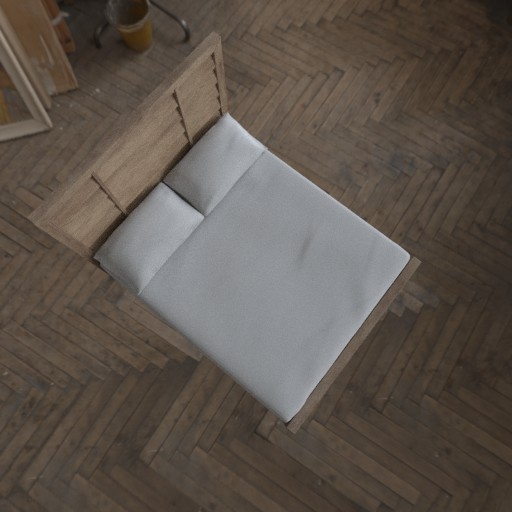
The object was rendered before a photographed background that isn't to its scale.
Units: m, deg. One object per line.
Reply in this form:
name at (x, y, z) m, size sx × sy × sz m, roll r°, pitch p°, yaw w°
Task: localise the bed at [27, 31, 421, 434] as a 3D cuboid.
bed at (0.000, 0.000, 3.272) m, size 2.017 × 1.631 × 1.615 m, roll 38°, pitch 78°, yaw 9°
